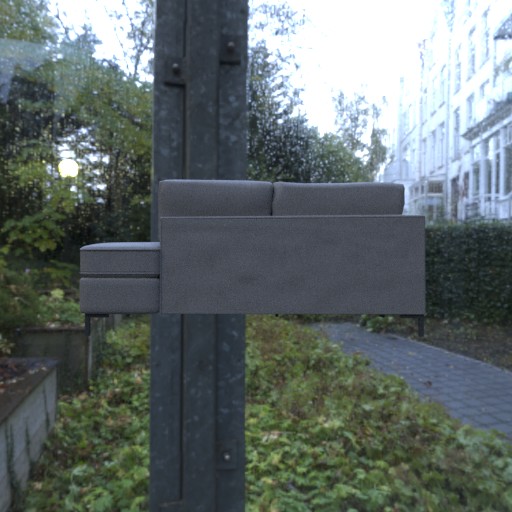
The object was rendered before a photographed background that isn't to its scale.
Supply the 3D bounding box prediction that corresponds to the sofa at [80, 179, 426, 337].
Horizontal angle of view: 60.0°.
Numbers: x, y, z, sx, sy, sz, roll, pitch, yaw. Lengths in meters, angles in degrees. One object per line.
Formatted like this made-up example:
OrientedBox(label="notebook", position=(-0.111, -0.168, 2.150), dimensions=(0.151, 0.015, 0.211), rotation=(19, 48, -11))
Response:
OrientedBox(label="sofa", position=(0.000, 0.000, 4.280), dimensions=(2.077, 0.964, 3.331), rotation=(0, 0, 1))
